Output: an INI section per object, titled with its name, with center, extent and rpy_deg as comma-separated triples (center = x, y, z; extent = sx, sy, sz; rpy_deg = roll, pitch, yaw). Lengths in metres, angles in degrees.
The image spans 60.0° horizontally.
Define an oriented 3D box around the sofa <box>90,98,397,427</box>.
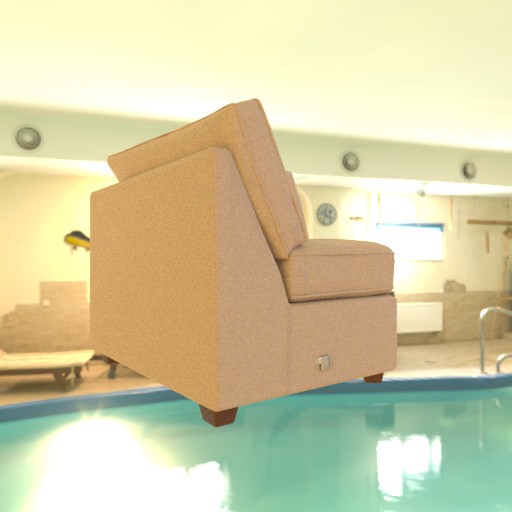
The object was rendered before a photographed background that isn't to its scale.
[sofa]
center = 0.000, 0.000, 1.828
extent = 1.042, 0.937, 1.050
rpy_deg = 0, 0, -37
